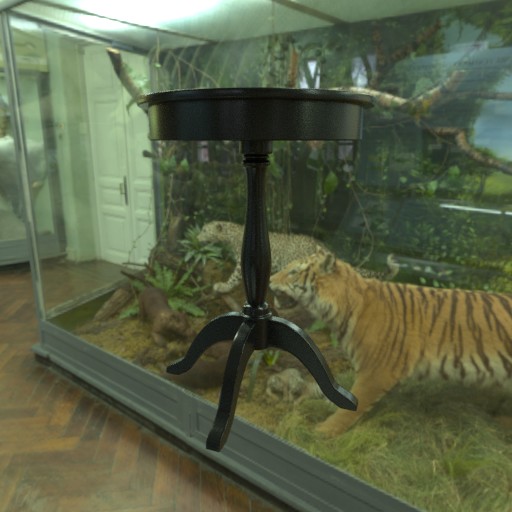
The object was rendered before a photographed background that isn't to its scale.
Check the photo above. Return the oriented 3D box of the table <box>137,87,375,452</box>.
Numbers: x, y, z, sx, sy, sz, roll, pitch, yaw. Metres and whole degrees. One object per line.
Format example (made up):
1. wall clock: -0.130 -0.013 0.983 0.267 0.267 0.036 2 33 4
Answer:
1. table: 0.000 0.000 0.997 0.481 0.665 0.481 0 15 0
